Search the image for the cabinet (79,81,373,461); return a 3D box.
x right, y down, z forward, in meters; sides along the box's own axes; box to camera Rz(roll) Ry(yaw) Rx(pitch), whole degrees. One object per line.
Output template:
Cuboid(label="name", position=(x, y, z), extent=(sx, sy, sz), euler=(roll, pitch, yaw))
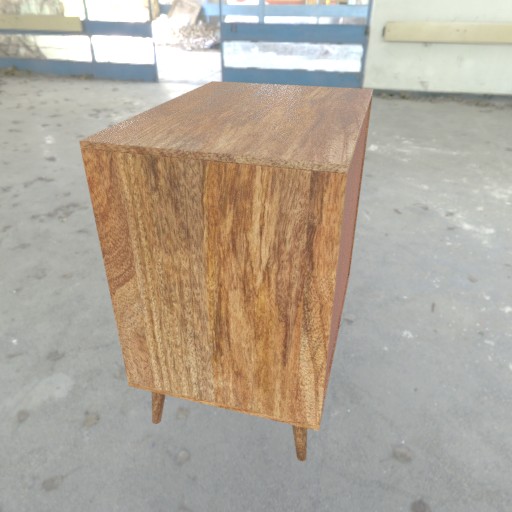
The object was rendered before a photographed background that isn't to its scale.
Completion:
Cuboid(label="cabinet", position=(0.000, 0.000, 1.178), extent=(0.473, 0.758, 0.647), euler=(8, 31, 14))
